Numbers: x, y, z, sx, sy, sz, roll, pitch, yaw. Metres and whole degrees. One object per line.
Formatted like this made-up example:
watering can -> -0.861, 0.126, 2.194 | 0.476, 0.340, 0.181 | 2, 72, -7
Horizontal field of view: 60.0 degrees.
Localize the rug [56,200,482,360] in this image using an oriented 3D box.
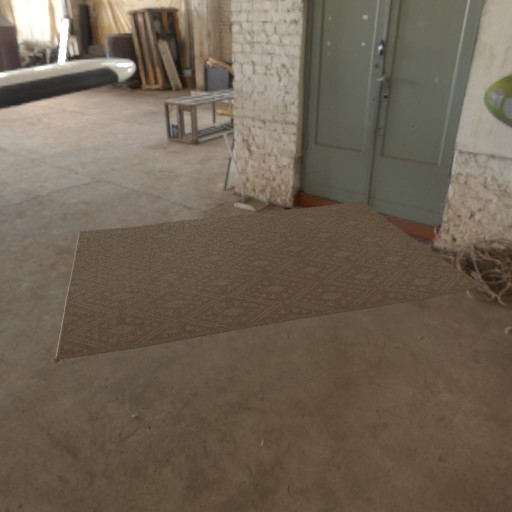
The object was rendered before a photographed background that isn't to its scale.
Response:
rug -> 0.000, 0.000, 3.080 | 2.430, 0.053, 1.553 | -7, 28, -14
